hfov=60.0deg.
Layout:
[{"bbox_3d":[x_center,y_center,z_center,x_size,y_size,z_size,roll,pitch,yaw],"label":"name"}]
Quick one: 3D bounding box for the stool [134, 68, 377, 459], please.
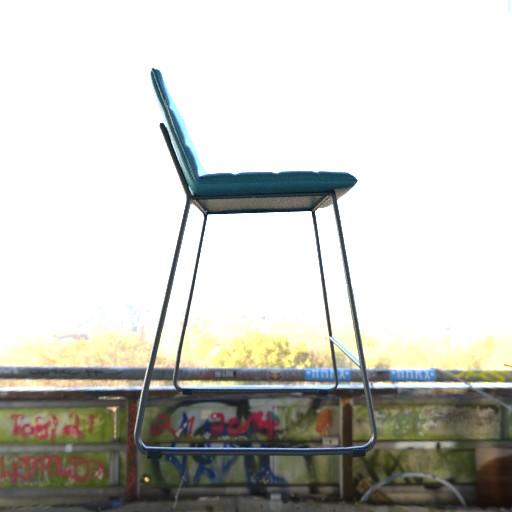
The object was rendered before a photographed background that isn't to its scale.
[{"bbox_3d":[0.000,0.000,1.188,0.524,0.866,0.489,0,-1,0],"label":"stool"}]
